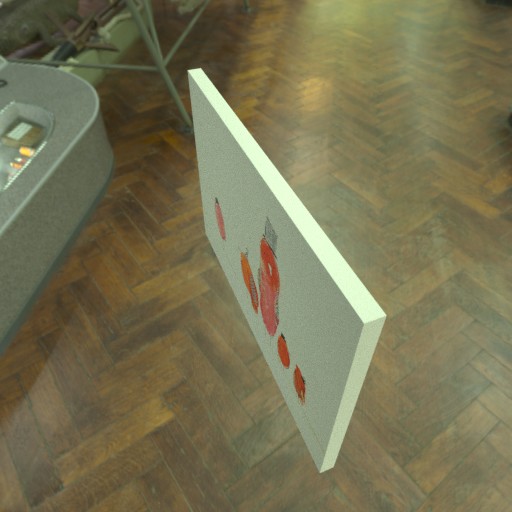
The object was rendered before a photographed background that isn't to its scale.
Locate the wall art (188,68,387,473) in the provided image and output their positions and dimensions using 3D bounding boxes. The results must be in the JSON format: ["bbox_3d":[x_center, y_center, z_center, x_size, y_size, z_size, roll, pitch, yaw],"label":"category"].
[{"bbox_3d":[0.000,0.000,1.147,0.038,0.609,0.914,-16,48,-15],"label":"wall art"}]
